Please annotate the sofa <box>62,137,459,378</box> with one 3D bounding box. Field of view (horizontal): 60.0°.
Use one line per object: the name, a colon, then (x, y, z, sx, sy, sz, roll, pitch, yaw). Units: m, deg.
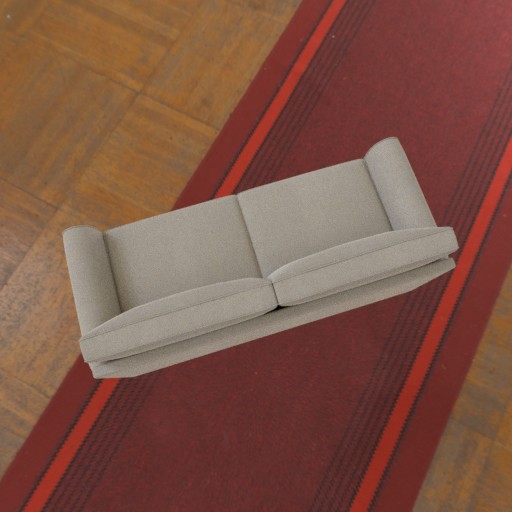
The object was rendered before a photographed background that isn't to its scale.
sofa: (0.000, 0.000, 2.700, 2.146, 0.962, 0.901, -16, 76, -4)
